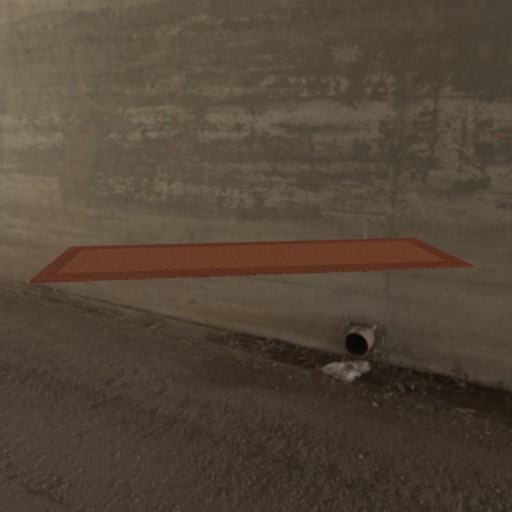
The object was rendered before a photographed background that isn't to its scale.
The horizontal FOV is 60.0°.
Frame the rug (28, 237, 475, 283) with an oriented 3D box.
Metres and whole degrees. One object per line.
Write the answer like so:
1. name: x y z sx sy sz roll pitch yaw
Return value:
1. rug: 0.000 0.000 2.747 2.471 0.013 0.914 -3 15 -10
